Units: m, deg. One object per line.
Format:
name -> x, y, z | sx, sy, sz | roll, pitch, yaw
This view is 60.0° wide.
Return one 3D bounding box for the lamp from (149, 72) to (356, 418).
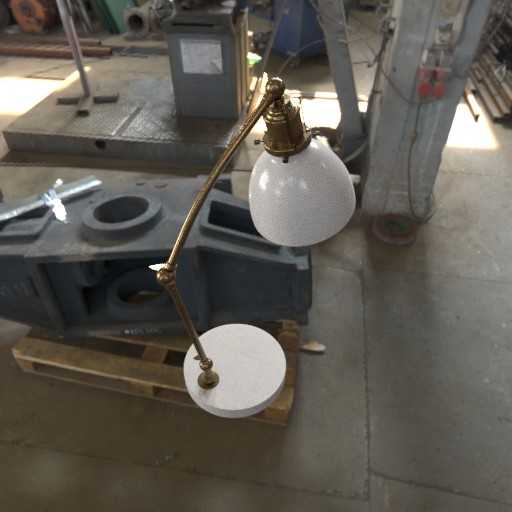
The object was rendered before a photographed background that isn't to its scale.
lamp -> 0.000, 0.000, 0.671 | 0.317, 0.522, 0.186 | -26, 47, -26
